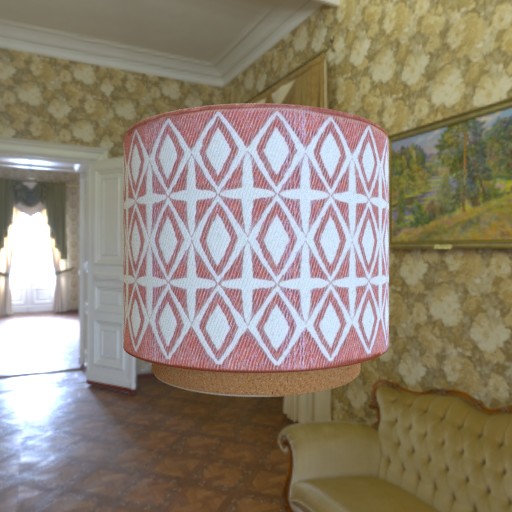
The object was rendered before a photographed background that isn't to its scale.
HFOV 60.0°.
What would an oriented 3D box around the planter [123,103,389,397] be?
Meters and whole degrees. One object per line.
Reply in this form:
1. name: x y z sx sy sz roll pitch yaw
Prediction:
1. planter: 0.000 0.000 0.476 0.273 0.237 0.273 0 0 0
